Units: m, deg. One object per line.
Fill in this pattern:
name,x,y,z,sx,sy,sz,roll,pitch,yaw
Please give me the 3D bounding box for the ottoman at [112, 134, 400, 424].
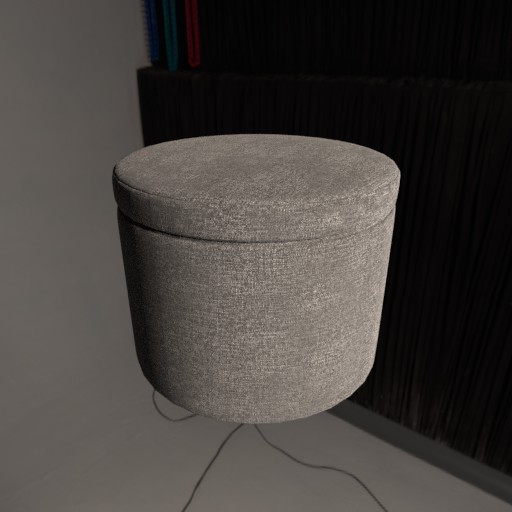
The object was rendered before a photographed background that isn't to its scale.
ottoman,0.000,0.000,0.874,0.500,0.419,0.500,0,25,0
